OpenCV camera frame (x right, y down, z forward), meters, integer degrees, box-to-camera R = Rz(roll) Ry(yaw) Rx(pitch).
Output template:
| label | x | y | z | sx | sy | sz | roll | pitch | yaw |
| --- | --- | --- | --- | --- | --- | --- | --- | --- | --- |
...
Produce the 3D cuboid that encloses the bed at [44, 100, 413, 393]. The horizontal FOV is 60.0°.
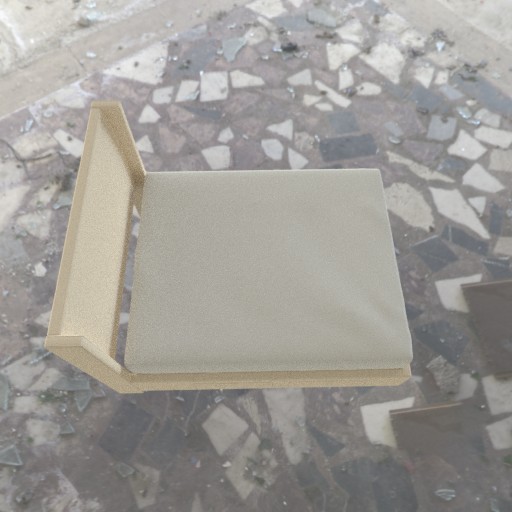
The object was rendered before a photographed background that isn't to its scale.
| label | x | y | z | sx | sy | sz | roll | pitch | yaw |
| --- | --- | --- | --- | --- | --- | --- | --- | --- | --- |
| bed | 0.000 | 0.000 | 3.391 | 2.280 | 1.471 | 1.765 | -1 | 64 | 0 |
